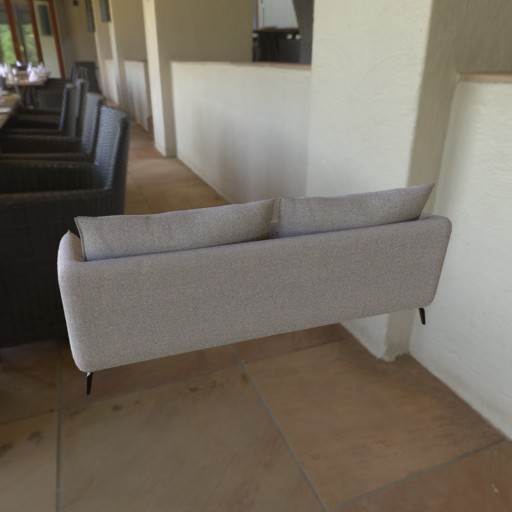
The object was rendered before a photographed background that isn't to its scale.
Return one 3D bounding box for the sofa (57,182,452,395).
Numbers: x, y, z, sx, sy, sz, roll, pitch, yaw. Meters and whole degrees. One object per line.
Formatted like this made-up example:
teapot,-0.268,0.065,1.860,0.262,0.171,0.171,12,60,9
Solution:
sofa,0.000,0.000,2.418,2.022,0.833,0.809,-8,25,-17
